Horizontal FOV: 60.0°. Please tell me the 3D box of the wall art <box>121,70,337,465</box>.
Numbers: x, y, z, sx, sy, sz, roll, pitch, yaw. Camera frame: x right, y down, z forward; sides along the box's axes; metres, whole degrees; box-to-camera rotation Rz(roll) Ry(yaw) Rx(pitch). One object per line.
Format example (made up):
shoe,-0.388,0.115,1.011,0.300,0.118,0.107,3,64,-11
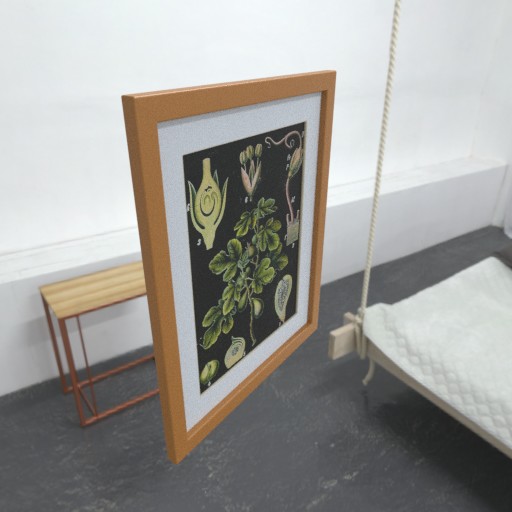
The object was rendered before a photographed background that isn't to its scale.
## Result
wall art,0.000,0.000,0.746,0.022,0.553,0.452,18,32,32
